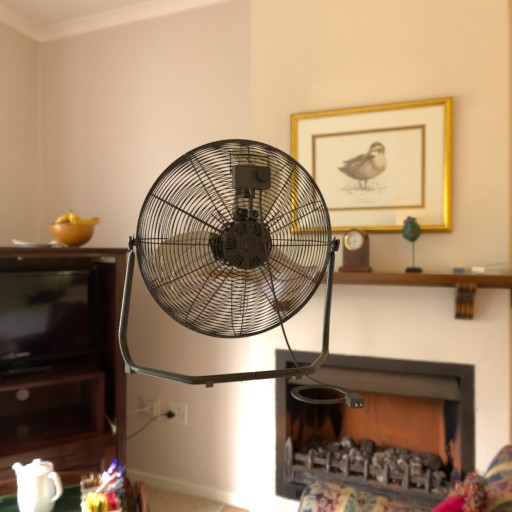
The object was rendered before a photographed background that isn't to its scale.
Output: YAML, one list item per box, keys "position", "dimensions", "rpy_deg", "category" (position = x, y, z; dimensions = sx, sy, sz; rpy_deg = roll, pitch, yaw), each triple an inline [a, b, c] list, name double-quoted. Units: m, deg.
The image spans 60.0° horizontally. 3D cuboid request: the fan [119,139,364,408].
- position: [0.000, 0.000, 0.946]
  dimensions: [0.555, 0.546, 0.424]
  rpy_deg: [0, 0, -18]
  category: "fan"
